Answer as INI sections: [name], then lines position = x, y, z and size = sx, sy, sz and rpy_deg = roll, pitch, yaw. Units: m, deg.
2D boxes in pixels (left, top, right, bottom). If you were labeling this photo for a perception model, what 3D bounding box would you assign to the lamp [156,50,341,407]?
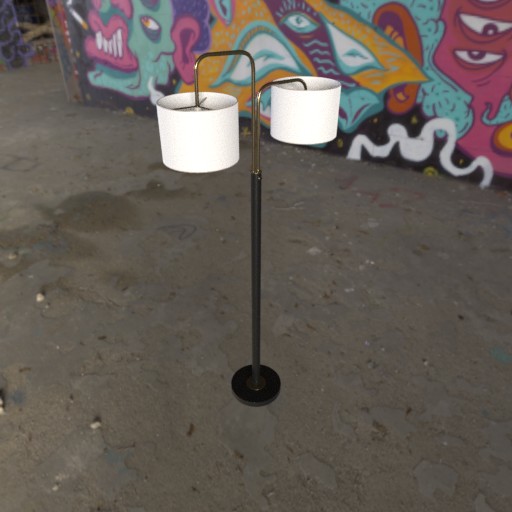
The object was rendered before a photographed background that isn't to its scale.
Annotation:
[lamp]
position = 0.000, 0.000, 1.854
size = 0.711, 1.587, 0.254
rpy_deg = -22, 38, -31
